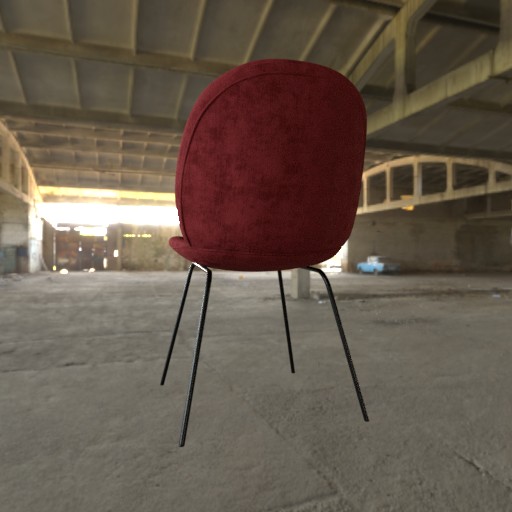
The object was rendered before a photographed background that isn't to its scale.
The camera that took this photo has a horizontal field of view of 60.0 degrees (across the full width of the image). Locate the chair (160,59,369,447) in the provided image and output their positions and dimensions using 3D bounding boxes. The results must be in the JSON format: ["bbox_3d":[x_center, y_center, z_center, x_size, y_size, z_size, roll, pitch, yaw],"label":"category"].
[{"bbox_3d":[0.000,0.000,1.164,0.458,0.791,0.587,0,0,-18],"label":"chair"}]
